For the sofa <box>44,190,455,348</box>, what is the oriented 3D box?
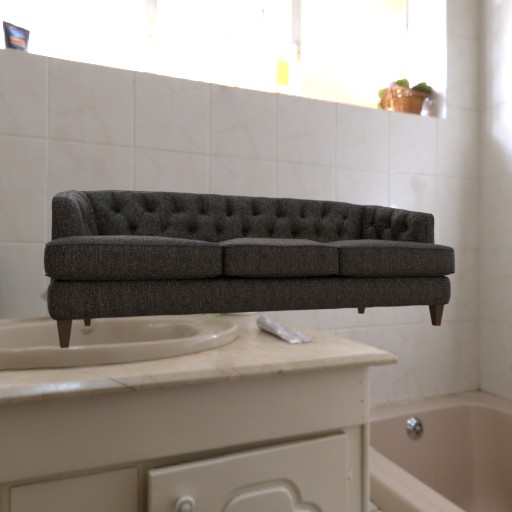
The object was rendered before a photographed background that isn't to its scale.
[{"bbox_3d":[0.000,0.000,2.716,2.278,0.855,0.941,0,-1,-19],"label":"sofa"}]
